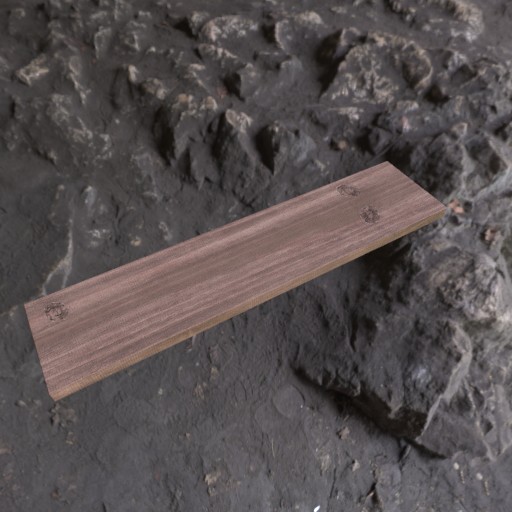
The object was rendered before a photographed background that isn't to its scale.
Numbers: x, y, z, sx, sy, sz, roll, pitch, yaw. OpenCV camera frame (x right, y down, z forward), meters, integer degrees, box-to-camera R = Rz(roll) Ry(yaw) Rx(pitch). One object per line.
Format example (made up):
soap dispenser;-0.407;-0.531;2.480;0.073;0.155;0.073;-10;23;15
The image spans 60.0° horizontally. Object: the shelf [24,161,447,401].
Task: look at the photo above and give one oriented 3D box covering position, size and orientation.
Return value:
shelf;0.000;0.000;0.638;0.610;0.020;0.140;-23;52;-20
